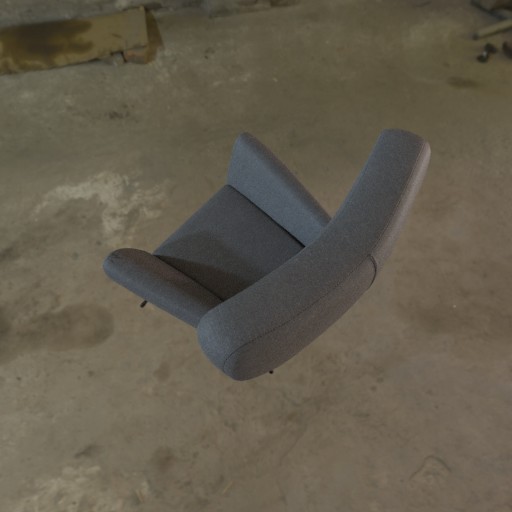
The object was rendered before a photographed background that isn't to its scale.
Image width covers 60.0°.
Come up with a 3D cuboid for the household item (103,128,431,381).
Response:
[{"bbox_3d":[0.000,0.000,1.785,0.900,1.050,0.980,36,68,17],"label":"household item"}]
